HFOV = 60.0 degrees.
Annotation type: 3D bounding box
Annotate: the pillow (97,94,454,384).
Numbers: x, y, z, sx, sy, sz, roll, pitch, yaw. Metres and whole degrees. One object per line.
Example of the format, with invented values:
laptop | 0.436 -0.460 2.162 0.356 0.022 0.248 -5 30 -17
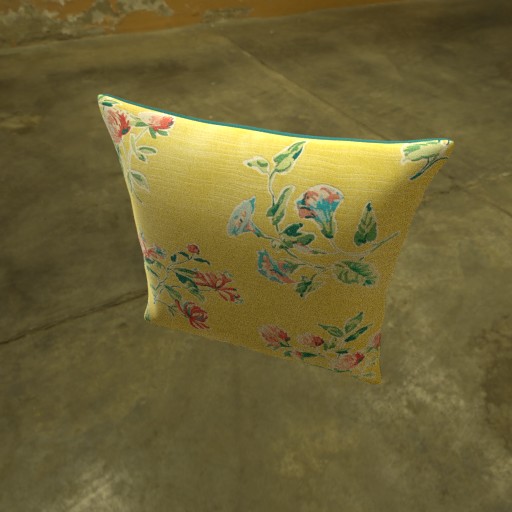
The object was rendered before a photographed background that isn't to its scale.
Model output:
pillow | 0.000 0.000 0.779 0.525 0.508 0.166 12 41 14
